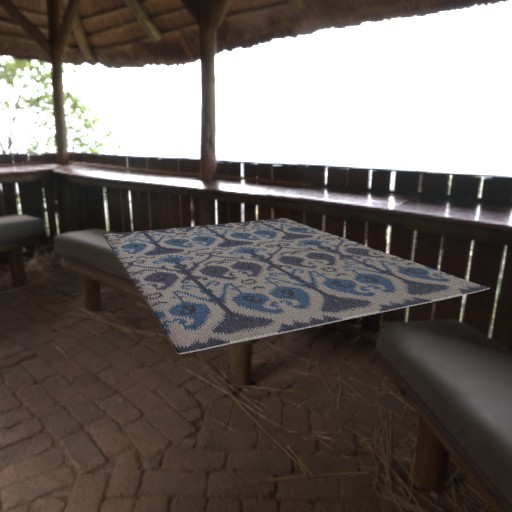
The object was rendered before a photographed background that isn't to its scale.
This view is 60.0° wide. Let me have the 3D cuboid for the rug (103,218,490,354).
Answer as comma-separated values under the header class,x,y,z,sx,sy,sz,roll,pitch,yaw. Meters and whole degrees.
class,x,y,z,sx,sy,sz,roll,pitch,yaw
rug,0.000,0.000,4.276,2.443,0.024,3.228,-7,17,-24
